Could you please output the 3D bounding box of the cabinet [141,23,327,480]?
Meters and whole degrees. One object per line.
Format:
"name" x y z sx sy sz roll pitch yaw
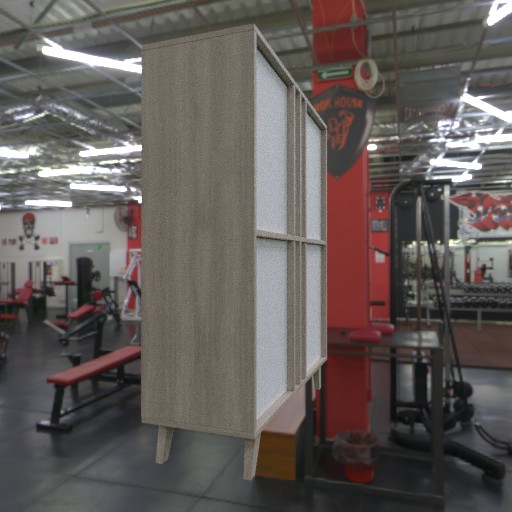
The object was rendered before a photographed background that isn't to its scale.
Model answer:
"cabinet" 0.000 0.000 1.913 0.398 1.388 1.111 0 0 20
